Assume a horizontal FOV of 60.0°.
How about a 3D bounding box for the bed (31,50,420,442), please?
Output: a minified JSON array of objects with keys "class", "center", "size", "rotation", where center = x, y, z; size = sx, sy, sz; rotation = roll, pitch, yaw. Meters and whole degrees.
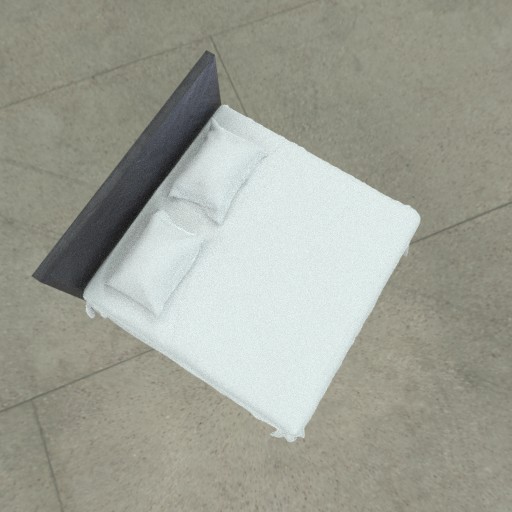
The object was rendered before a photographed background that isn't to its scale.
[{"class":"bed","center":[0.000,0.000,3.464],"size":[2.165,1.158,2.255],"rotation":[31,78,8]}]
